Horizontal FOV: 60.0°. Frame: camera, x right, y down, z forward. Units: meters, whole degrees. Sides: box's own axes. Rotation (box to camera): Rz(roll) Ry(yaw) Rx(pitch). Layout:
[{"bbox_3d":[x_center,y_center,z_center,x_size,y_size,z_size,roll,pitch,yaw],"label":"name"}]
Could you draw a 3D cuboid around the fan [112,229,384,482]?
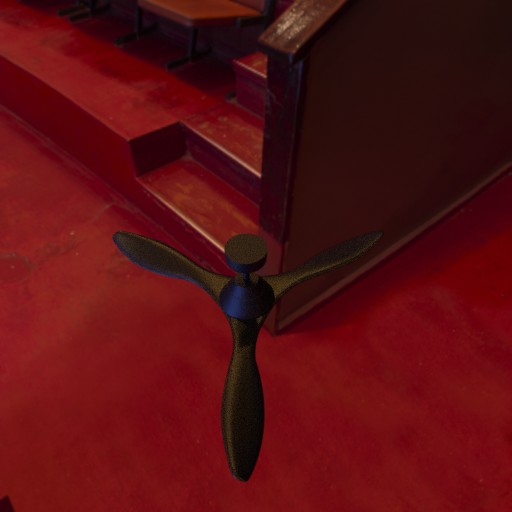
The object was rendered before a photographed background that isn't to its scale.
[{"bbox_3d":[0.000,0.000,1.616,1.067,0.305,1.067,-33,55,-27],"label":"fan"}]
